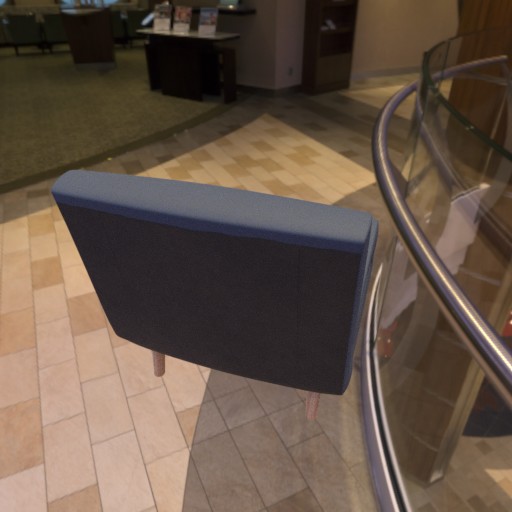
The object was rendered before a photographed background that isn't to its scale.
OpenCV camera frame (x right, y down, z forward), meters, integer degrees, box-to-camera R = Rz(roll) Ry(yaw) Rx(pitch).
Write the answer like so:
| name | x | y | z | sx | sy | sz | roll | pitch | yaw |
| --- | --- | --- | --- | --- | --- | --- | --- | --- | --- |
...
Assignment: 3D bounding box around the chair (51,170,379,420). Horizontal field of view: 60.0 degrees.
| name | x | y | z | sx | sy | sz | roll | pitch | yaw |
| --- | --- | --- | --- | --- | --- | --- | --- | --- | --- |
| chair | 0.000 | 0.000 | 1.517 | 0.770 | 0.808 | 0.900 | 10 | 34 | 16 |
